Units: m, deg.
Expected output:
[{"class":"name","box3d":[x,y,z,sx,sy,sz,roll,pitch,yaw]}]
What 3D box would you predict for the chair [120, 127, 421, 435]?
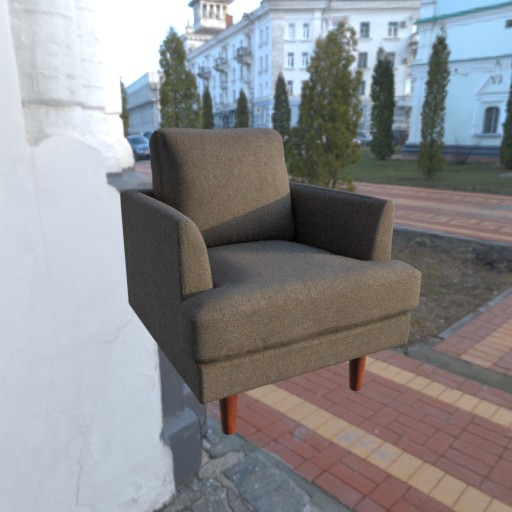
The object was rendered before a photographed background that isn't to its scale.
[{"class":"chair","box3d":[0.000,0.000,1.702,0.858,0.957,0.899,-8,17,-27]}]
